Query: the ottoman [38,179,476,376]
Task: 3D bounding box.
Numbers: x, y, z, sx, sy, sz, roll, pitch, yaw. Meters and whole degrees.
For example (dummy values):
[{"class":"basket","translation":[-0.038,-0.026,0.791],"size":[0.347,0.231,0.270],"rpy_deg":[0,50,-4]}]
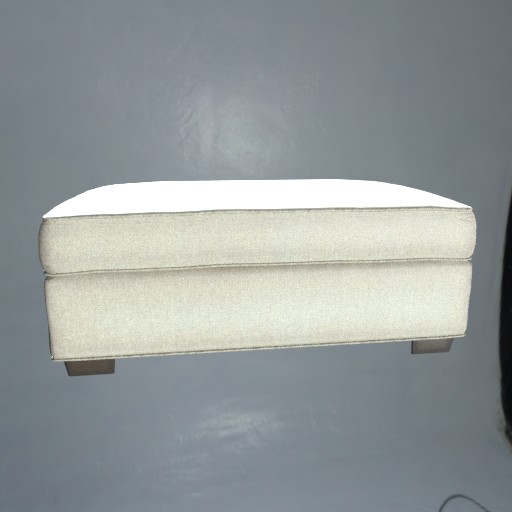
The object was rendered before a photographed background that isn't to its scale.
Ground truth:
[{"class":"ottoman","translation":[0.000,0.000,1.394],"size":[1.097,0.448,0.617],"rpy_deg":[-2,15,-7]}]
